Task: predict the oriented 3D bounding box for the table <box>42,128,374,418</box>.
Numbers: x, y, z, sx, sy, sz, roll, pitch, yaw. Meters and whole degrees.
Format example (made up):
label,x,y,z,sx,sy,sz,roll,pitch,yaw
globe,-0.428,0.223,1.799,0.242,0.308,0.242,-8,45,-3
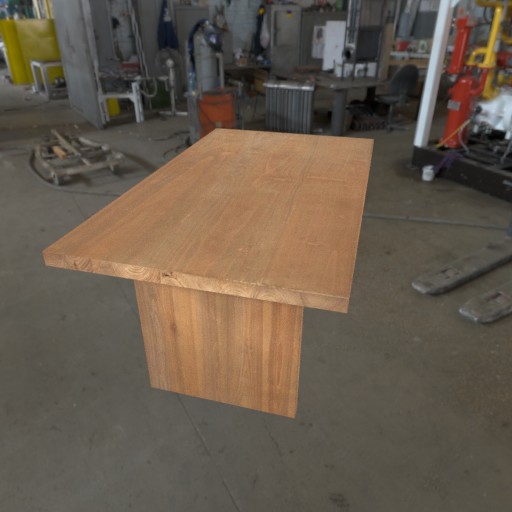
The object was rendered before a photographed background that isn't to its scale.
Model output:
label,x,y,z,sx,sy,sz,roll,pitch,yaw
table,0.000,0.000,2.142,0.946,0.780,1.609,8,31,13
